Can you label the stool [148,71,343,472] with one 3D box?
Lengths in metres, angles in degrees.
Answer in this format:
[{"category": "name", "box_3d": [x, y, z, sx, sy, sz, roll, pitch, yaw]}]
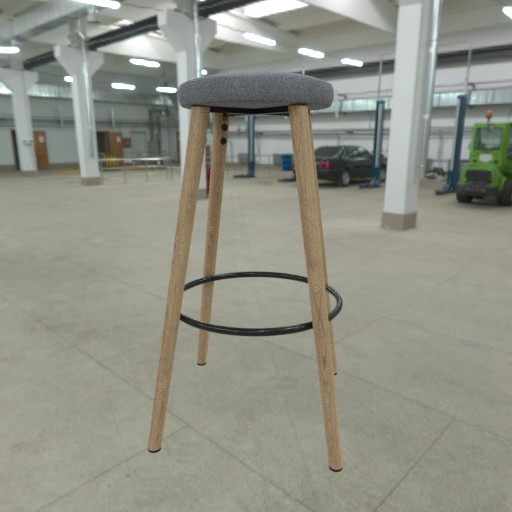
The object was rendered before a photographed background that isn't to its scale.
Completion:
[{"category": "stool", "box_3d": [0.000, 0.000, 1.009, 0.410, 0.770, 0.410, 2, 15, 8]}]
